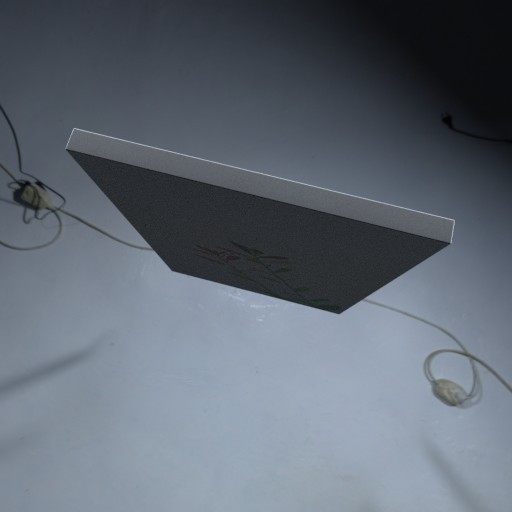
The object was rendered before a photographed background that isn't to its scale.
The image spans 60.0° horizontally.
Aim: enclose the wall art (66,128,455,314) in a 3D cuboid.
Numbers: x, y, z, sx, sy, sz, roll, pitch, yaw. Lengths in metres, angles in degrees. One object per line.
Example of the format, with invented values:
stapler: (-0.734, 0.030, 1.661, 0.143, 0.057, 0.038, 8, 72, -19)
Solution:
wall art: (0.000, 0.000, 1.128, 0.612, 0.915, 0.039, 14, 76, 4)
